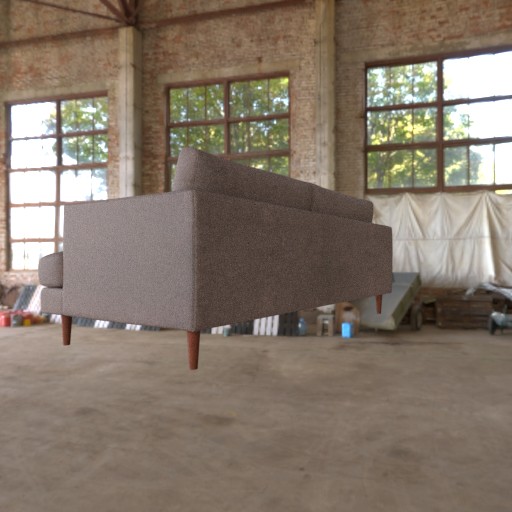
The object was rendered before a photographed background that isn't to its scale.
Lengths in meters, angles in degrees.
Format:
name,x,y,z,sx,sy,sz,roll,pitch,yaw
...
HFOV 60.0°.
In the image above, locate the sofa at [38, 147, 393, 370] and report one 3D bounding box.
name,x,y,z,sx,sy,sz,roll,pitch,yaw
sofa,0.000,0.000,2.766,1.020,0.868,2.250,0,-1,35
